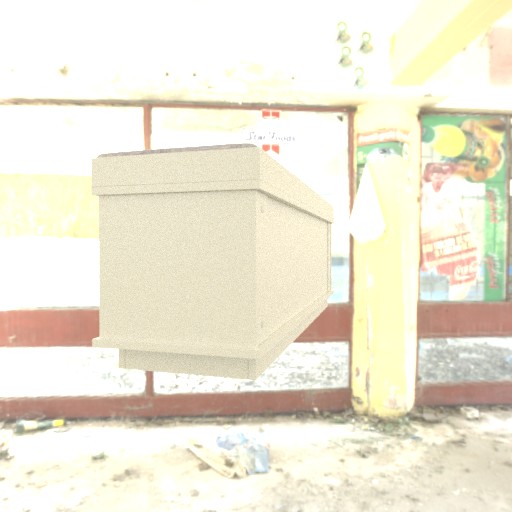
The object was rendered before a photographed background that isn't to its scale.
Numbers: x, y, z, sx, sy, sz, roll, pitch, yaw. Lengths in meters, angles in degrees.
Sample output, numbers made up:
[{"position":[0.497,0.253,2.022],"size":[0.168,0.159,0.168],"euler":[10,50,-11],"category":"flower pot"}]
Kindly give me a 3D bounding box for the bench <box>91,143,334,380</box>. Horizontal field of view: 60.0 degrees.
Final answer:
[{"position":[0.000,0.000,1.416],"size":[0.363,0.453,1.196],"euler":[0,1,16],"category":"bench"}]
